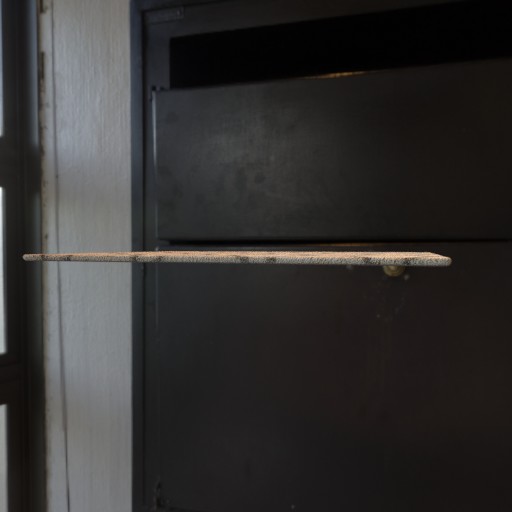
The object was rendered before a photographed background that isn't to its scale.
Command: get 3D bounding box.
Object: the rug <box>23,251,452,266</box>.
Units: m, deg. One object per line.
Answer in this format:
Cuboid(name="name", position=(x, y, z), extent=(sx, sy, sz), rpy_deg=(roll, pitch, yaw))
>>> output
Cuboid(name="rug", position=(0.000, 0.000, 2.099), extent=(1.600, 0.025, 1.200), rpy_deg=(0, 1, 19))
